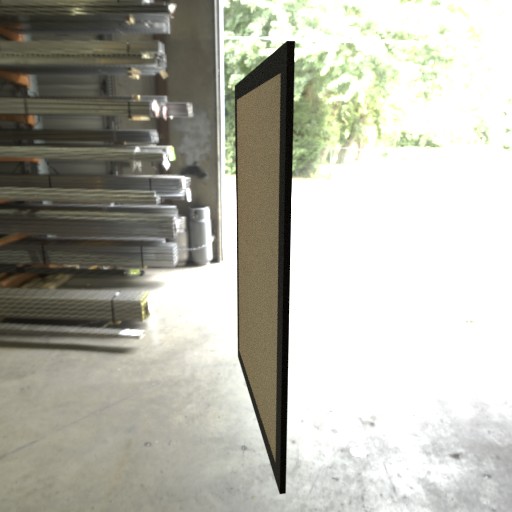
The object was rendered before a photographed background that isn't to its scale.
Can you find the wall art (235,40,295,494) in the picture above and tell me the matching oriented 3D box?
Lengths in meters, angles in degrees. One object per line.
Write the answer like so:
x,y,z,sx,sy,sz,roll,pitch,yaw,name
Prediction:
0.000,0.000,0.678,0.008,0.530,0.379,-3,15,-10,wall art
